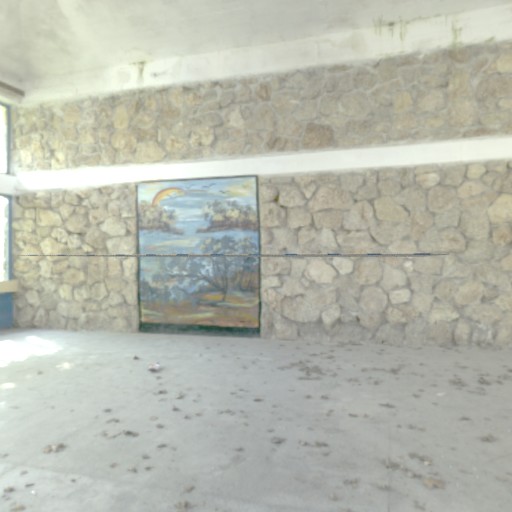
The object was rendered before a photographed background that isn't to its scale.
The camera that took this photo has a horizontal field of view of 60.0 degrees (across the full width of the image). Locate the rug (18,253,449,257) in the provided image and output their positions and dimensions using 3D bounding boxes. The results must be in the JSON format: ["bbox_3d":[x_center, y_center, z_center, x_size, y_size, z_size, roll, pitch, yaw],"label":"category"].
[{"bbox_3d":[0.000,0.000,4.112,3.059,0.008,2.453,0,0,18],"label":"rug"}]
